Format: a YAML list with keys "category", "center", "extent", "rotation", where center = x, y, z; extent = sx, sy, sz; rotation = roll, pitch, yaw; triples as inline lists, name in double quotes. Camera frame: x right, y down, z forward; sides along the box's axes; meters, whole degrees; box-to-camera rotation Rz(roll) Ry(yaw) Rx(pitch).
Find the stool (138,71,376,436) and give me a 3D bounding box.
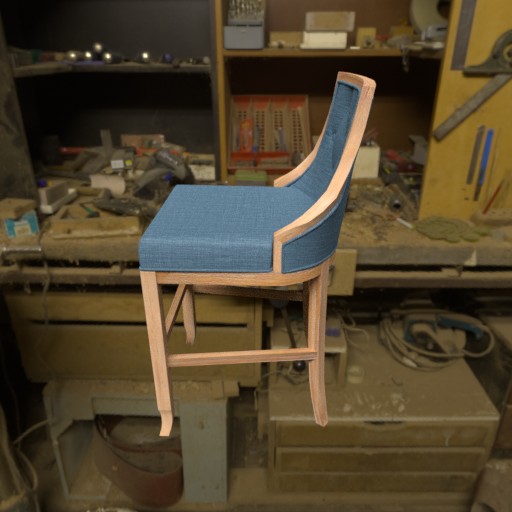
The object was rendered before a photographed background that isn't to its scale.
- category: "stool"
  center: [0.000, 0.000, 1.463]
  extent: [0.626, 1.101, 0.524]
  rotation: [1, 26, 2]
